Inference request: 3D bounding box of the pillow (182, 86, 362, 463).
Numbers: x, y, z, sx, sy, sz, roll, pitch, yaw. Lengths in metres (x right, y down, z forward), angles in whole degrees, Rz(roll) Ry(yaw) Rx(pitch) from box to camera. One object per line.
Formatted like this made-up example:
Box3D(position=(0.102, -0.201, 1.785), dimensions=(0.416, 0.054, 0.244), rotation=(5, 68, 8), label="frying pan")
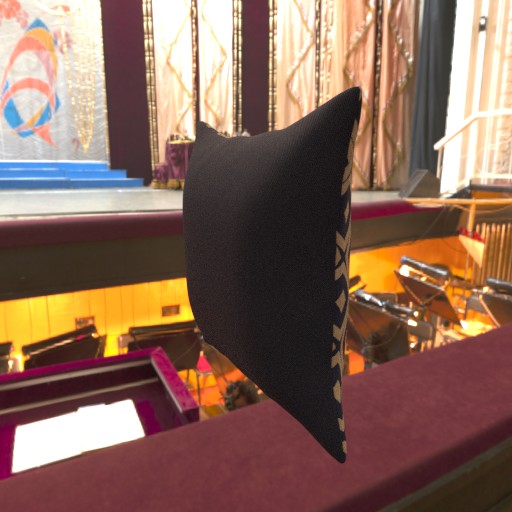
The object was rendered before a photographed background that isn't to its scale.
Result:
Box3D(position=(0.000, 0.000, 0.775), dimensions=(0.188, 0.494, 0.504), rotation=(-6, 13, -28), label="pillow")
